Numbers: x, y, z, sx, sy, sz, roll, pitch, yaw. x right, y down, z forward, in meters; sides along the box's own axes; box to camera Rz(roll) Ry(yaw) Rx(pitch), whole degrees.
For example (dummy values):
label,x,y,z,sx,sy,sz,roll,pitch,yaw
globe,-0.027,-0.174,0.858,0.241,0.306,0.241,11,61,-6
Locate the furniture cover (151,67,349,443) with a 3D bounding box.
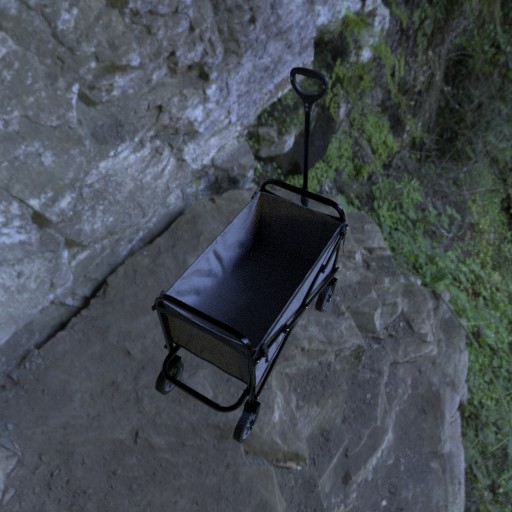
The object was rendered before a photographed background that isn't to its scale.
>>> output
label,x,y,z,sx,sy,sz,roll,pitch,yaw
furniture cover,0.000,0.000,1.856,0.532,1.295,1.038,24,52,20
